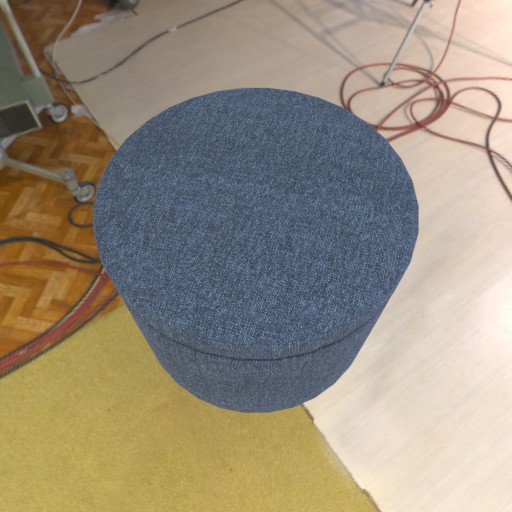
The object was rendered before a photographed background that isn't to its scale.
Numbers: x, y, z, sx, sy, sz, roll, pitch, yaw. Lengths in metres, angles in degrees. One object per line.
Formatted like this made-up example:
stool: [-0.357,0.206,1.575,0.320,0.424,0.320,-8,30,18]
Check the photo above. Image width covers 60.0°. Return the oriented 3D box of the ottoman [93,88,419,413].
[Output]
ottoman: [0.000,0.000,0.842,0.500,0.419,0.500,0,59,0]
